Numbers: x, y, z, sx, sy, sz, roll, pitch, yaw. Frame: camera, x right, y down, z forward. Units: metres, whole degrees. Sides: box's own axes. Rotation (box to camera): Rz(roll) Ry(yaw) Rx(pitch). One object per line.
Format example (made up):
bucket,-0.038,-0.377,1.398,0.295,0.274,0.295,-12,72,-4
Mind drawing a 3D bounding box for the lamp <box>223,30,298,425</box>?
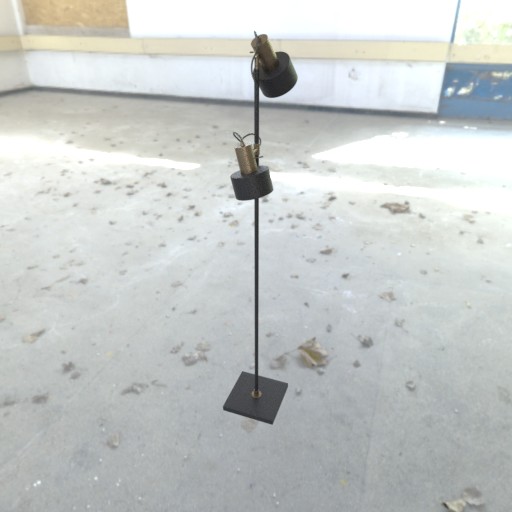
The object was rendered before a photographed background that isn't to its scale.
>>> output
lamp,0.000,0.000,1.656,0.233,1.505,0.315,10,31,17
